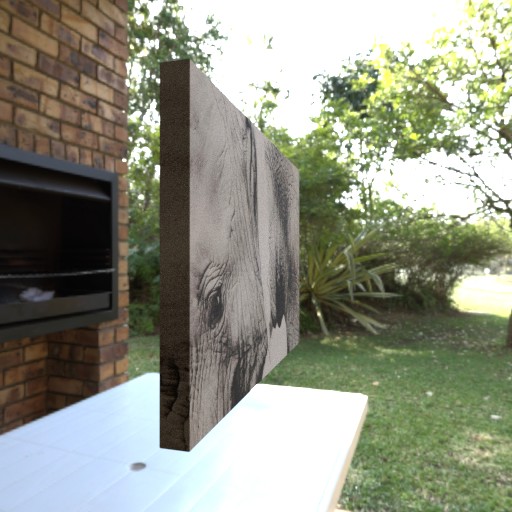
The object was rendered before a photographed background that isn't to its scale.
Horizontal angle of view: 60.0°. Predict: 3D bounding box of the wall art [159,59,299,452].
[{"bbox_3d":[0.000,0.000,0.757,0.035,0.407,0.613,0,0,16],"label":"wall art"}]
